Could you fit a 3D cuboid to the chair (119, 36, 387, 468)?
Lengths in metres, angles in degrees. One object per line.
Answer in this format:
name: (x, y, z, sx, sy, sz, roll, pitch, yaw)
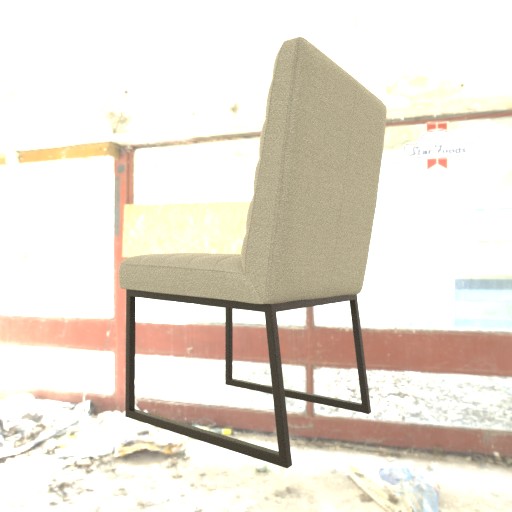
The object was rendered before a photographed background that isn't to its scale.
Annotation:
chair: (0.000, 0.000, 1.299, 0.634, 0.930, 0.520, -1, -2, 37)
